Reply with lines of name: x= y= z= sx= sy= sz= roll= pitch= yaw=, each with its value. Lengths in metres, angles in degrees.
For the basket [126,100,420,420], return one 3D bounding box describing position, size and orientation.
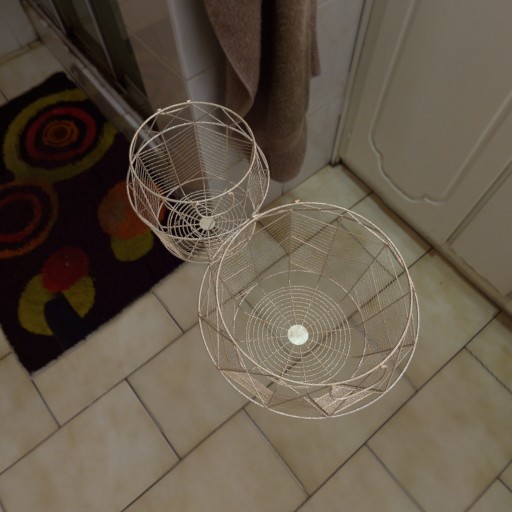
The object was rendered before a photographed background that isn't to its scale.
basket: x=0.000 y=0.000 z=1.035 sx=0.451 sy=0.343 sz=0.805 roll=-34 pitch=69 yaw=-15
